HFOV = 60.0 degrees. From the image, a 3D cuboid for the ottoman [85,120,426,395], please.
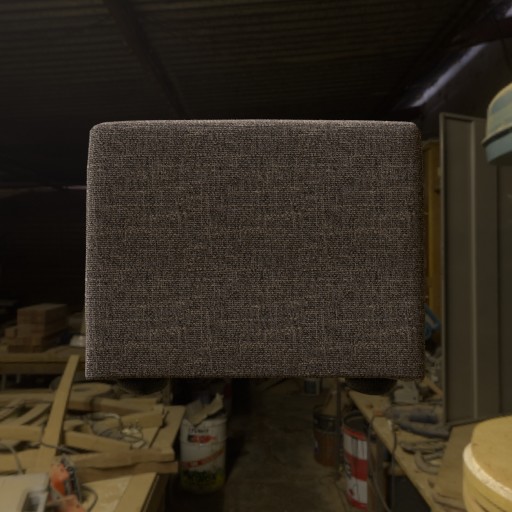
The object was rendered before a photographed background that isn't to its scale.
[{"bbox_3d":[0.000,0.000,0.910,0.521,0.453,0.512,0,-1,0],"label":"ottoman"}]
